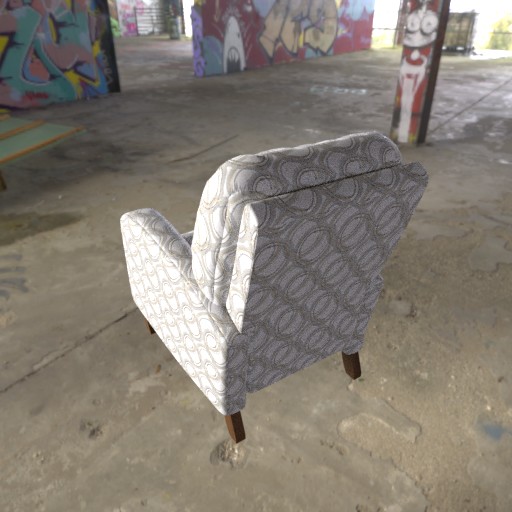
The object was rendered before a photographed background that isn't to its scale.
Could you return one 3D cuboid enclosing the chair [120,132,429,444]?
[{"bbox_3d":[0.000,0.000,1.782,0.796,1.065,0.995,-18,34,-28],"label":"chair"}]
